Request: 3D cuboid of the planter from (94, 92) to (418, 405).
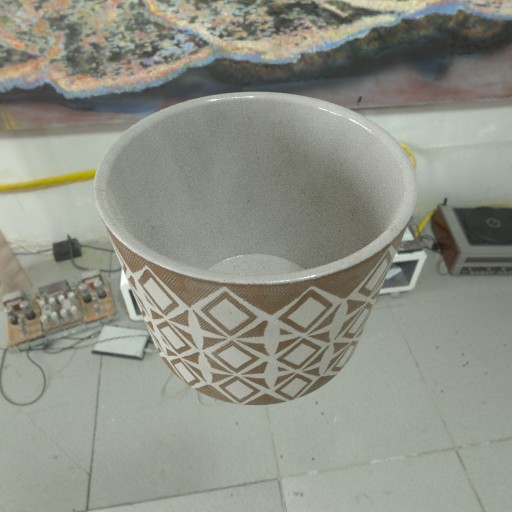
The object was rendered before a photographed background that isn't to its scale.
[{"bbox_3d":[0.000,0.000,0.444,0.260,0.220,0.260,0,46,0],"label":"planter"}]
